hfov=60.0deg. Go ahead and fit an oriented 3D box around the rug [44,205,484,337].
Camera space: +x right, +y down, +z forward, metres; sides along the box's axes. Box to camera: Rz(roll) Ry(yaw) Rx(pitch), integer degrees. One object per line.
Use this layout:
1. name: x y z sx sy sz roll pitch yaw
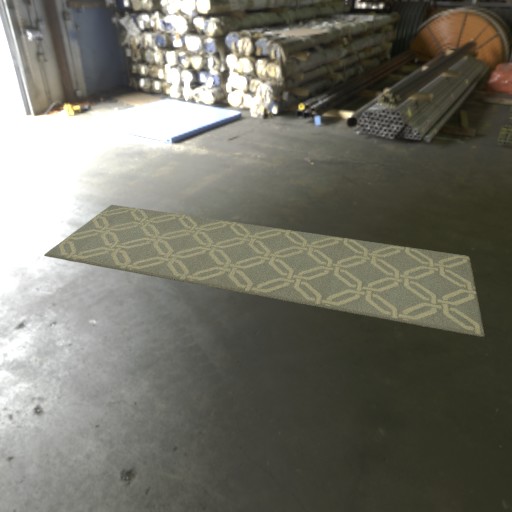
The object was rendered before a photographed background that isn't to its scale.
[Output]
1. rug: 0.000 0.000 2.473 2.276 0.014 0.678 9 33 14
